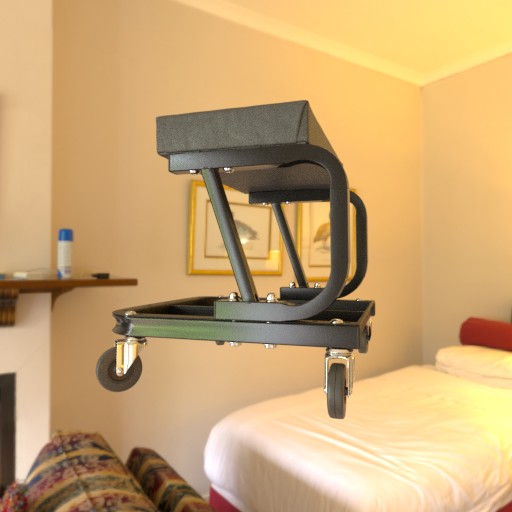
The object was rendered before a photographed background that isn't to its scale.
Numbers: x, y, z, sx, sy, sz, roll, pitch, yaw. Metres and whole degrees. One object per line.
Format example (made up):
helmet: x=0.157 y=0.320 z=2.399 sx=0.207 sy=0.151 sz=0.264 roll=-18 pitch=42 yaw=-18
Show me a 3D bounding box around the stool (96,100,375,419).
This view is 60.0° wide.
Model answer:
stool: x=0.000 y=0.000 z=0.747 sx=0.371 sy=0.380 sz=0.446 roll=0 pitch=-1 yaw=18
